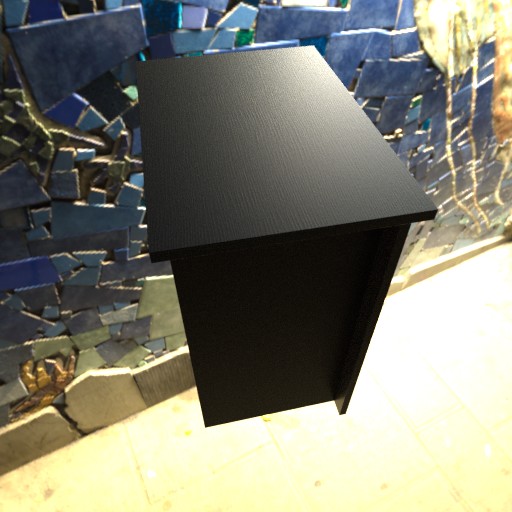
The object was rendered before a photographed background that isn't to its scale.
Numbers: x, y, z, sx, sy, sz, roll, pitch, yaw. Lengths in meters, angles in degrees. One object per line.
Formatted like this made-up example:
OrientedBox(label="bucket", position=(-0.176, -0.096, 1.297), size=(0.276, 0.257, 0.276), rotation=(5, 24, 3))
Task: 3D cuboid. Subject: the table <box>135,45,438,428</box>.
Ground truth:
OrientedBox(label="table", position=(0.000, 0.000, 1.052), size=(0.408, 0.711, 0.589), rotation=(-9, 47, -8))
